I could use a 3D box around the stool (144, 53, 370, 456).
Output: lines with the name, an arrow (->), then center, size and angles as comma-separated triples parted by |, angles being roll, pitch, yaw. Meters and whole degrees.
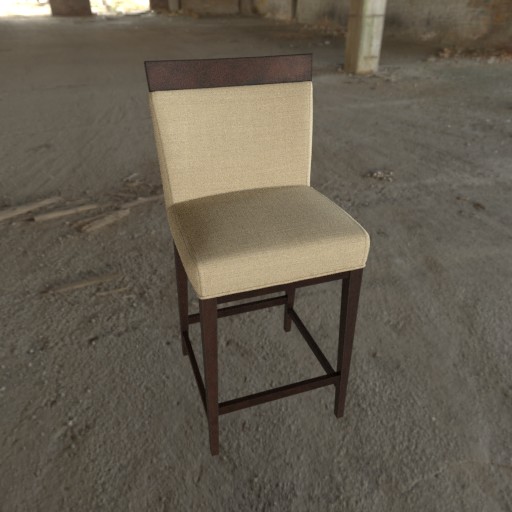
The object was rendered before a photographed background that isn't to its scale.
stool -> 0.000, 0.000, 1.412 | 0.511, 1.117, 0.531 | -10, 33, -16
